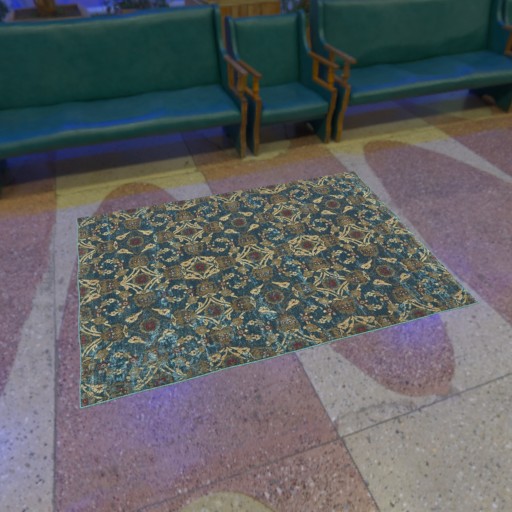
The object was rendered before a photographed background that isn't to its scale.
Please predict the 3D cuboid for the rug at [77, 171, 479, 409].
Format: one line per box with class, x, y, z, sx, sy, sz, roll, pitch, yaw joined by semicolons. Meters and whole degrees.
rug;0.000;0.000;2.868;2.207;0.014;1.567;-12;42;-13
